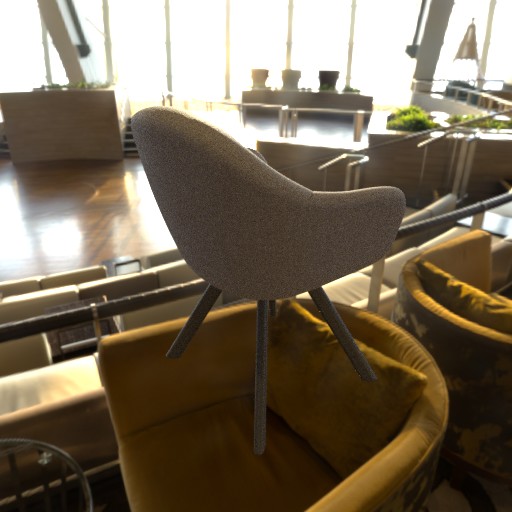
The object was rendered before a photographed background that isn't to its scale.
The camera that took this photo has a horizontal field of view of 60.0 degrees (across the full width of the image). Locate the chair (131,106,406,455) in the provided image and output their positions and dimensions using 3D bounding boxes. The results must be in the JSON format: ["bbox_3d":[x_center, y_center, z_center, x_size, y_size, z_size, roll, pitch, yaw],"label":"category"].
[{"bbox_3d":[0.000,0.000,1.185,0.550,0.795,0.590,-18,31,-33],"label":"chair"}]
